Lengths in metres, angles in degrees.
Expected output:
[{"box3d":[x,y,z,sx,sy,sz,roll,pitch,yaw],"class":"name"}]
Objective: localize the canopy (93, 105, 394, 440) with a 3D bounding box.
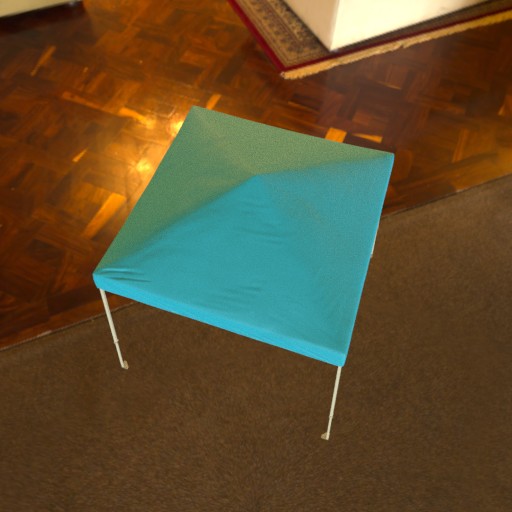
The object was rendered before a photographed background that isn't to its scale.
[{"box3d":[0.000,0.000,5.169,2.850,2.850,2.849,16,61,9],"class":"canopy"}]
